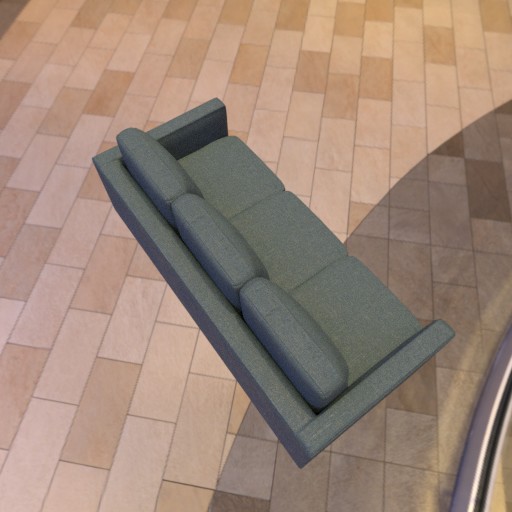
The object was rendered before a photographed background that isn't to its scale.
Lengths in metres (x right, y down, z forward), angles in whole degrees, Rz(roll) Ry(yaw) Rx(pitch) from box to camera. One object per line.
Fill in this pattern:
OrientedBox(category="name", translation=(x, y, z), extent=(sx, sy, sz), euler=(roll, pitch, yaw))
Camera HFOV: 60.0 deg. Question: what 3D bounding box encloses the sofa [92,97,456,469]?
OrientedBox(category="sofa", translation=(0.000, 0.000, 2.541), extent=(0.935, 0.945, 2.013), euler=(-32, 65, -17))
